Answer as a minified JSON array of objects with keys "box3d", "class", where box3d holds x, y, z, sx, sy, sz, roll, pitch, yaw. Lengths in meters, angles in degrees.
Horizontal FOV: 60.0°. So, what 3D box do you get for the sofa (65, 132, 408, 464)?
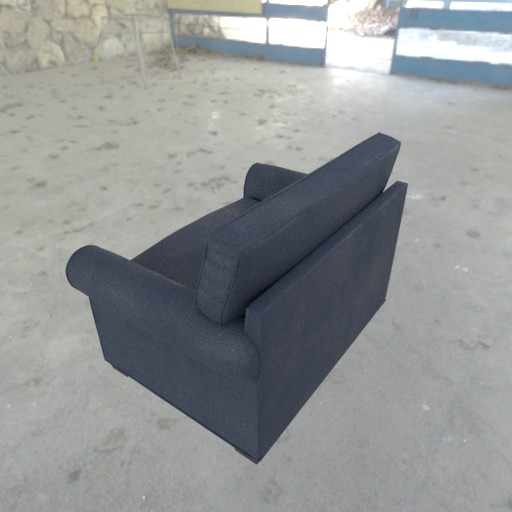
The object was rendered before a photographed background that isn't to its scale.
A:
[{"box3d":[0.000,0.000,2.104,0.938,1.004,1.405,21,38,30],"class":"sofa"}]
